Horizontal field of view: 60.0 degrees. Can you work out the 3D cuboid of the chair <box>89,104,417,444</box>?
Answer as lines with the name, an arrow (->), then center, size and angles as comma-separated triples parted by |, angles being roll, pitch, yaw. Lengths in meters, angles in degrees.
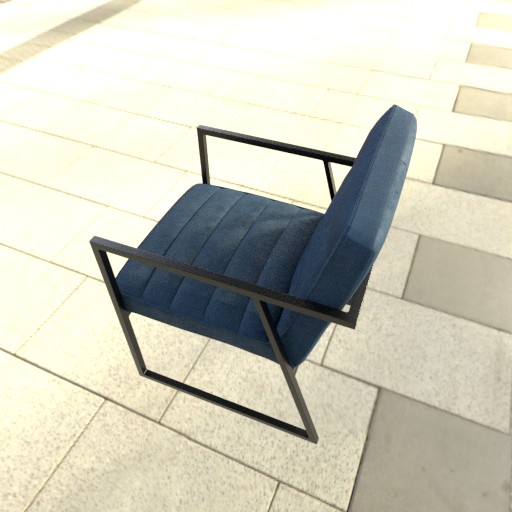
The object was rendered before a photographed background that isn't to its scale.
chair -> 0.000, 0.000, 1.283 | 0.677, 0.833, 0.571 | 16, 48, 15
